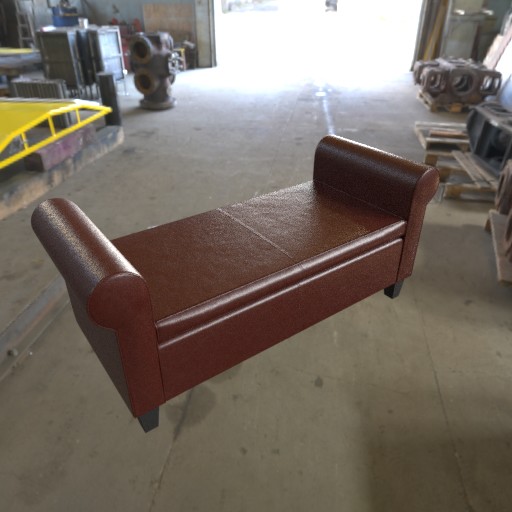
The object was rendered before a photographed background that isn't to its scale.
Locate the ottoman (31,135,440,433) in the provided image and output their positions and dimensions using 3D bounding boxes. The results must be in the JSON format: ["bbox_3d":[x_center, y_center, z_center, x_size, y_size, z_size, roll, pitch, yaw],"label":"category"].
[{"bbox_3d":[0.000,0.000,1.540,1.256,0.547,0.521,-21,37,-30],"label":"ottoman"}]
